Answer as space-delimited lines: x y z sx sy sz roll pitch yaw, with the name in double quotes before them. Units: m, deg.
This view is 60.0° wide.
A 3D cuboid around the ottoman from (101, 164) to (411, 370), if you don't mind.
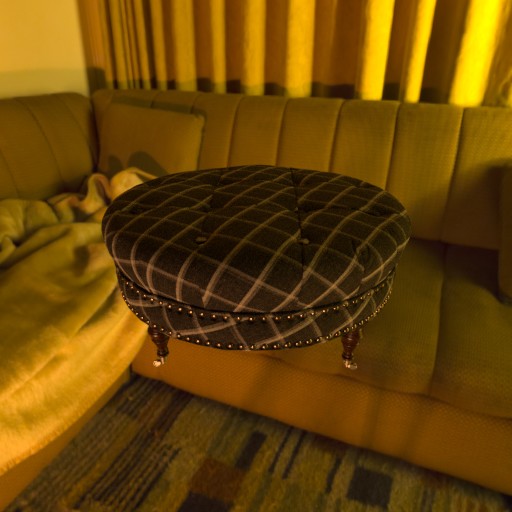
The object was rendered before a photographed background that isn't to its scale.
"ottoman" 0.000 0.000 1.412 0.901 0.439 0.901 0 26 0
